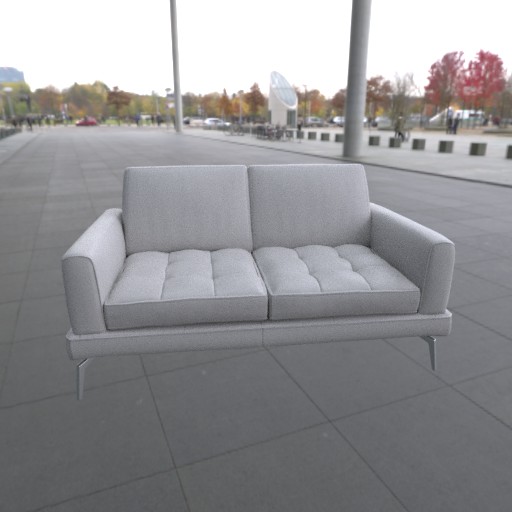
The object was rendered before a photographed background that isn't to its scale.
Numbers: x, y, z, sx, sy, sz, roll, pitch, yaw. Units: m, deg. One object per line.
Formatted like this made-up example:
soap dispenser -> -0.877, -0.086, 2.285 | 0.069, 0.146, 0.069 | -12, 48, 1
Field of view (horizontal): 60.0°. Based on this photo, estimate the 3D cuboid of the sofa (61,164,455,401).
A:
sofa -> 0.000, 0.000, 2.463 | 1.819, 0.930, 1.121 | -2, 18, -7
